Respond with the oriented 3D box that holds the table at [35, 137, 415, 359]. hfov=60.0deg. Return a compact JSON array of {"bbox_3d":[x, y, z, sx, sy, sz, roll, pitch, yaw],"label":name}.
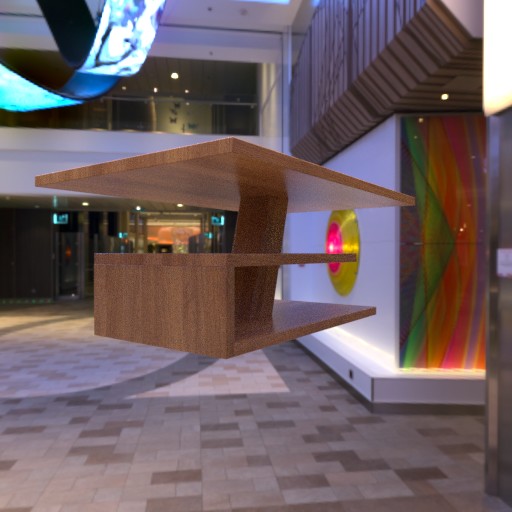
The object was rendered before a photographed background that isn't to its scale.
[{"bbox_3d":[0.000,0.000,1.455,0.700,0.442,1.100,0,0,36],"label":"table"}]
